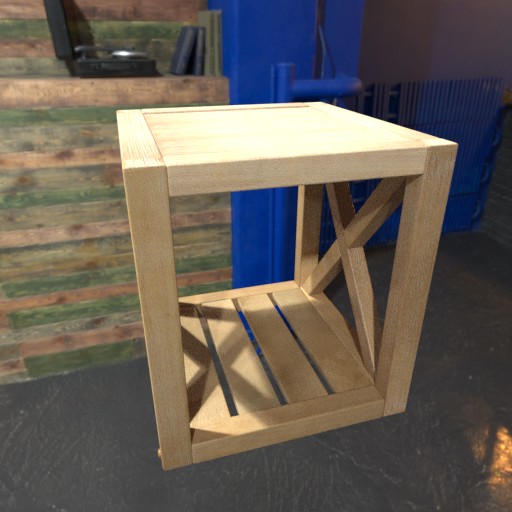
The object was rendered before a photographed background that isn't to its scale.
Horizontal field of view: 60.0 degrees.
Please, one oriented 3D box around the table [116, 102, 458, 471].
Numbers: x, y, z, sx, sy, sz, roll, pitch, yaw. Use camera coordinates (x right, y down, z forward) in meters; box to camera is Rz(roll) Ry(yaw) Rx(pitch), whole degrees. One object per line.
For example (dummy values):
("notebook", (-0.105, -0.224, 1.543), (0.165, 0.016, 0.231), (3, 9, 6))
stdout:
("table", (0.000, 0.000, 1.048), (0.558, 0.610, 0.559), (-8, 27, -15))
